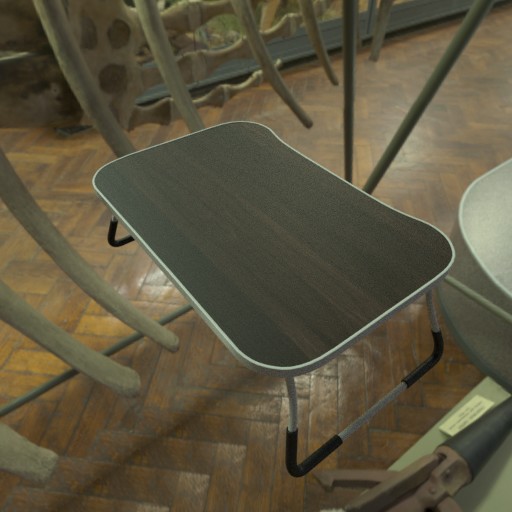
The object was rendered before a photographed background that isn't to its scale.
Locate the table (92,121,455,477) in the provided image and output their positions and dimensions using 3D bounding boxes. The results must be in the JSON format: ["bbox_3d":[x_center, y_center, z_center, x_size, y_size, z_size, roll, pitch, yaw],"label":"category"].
[{"bbox_3d":[0.000,0.000,0.844,0.400,0.232,0.660,-27,49,-26],"label":"table"}]
